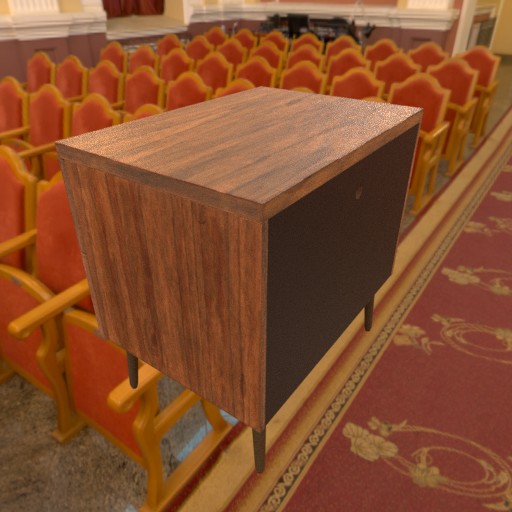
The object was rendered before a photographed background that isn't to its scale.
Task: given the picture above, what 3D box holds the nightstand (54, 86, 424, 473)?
[{"bbox_3d":[0.000,0.000,1.021,0.458,0.610,0.610,20,37,30],"label":"nightstand"}]
